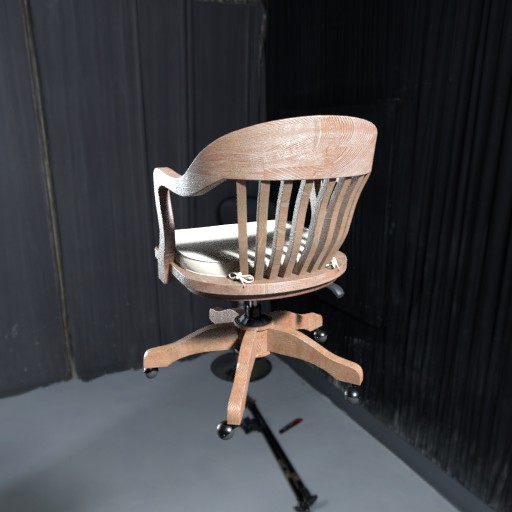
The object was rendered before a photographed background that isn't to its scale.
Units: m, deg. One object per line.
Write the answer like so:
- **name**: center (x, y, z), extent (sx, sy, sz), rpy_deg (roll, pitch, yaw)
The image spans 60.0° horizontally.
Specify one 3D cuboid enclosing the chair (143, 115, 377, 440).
- **chair**: center (0.000, 0.000, 1.482), extent (0.750, 0.878, 0.788), rpy_deg (-8, 18, -27)
